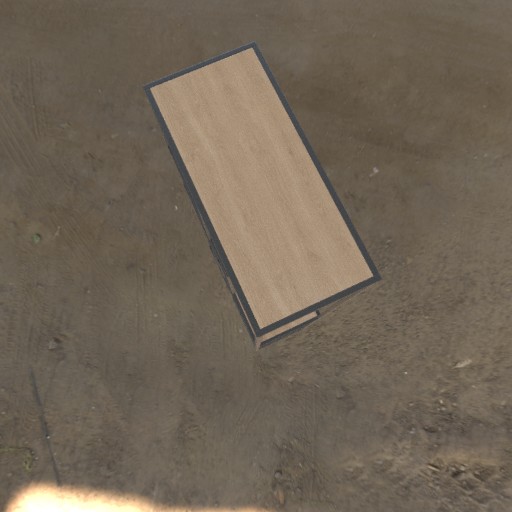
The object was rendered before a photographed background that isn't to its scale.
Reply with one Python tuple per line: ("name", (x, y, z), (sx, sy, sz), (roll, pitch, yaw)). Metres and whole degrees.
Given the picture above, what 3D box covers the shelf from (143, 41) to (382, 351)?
("shelf", (0.000, 0.000, 2.083), (0.350, 1.850, 0.770), (-24, 78, -5))
